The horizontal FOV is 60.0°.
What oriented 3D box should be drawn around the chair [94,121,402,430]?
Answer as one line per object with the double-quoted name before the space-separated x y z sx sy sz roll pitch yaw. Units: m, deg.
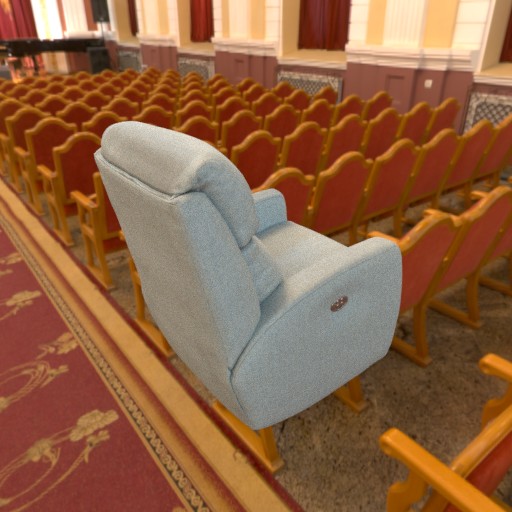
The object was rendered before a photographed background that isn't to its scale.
"chair" 0.000 0.000 1.696 0.940 1.016 0.794 -19 33 -32
